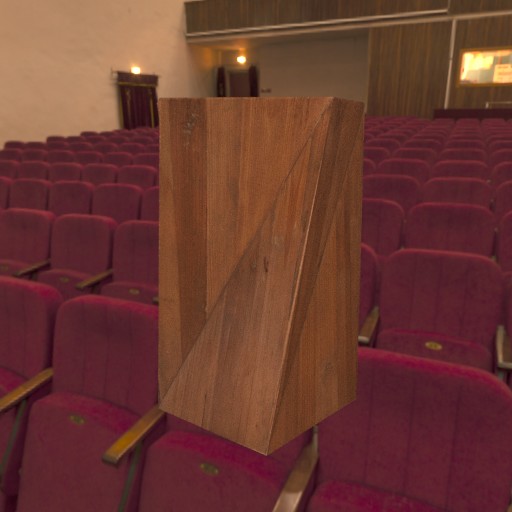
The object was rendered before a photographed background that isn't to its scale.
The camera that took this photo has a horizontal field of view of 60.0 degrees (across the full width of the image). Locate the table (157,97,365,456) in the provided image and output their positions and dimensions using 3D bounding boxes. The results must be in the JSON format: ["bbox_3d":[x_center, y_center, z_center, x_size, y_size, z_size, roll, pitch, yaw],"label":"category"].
[{"bbox_3d":[0.000,0.000,0.917,0.441,0.604,0.425,8,19,24],"label":"table"}]
